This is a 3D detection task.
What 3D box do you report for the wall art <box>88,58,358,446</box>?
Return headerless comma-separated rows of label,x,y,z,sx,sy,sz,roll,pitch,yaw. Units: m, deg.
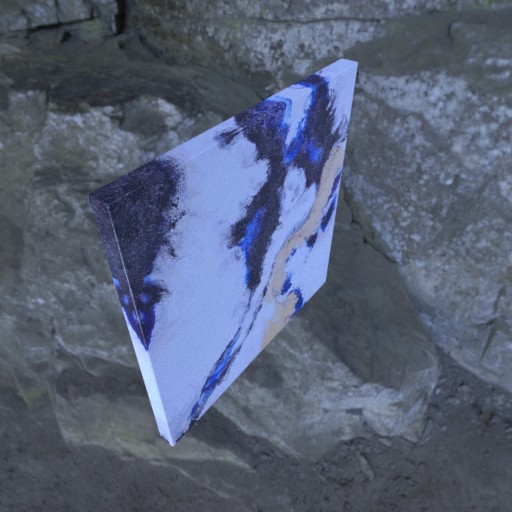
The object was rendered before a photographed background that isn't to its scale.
wall art,0.000,0.000,0.899,0.039,0.609,0.609,27,49,27
